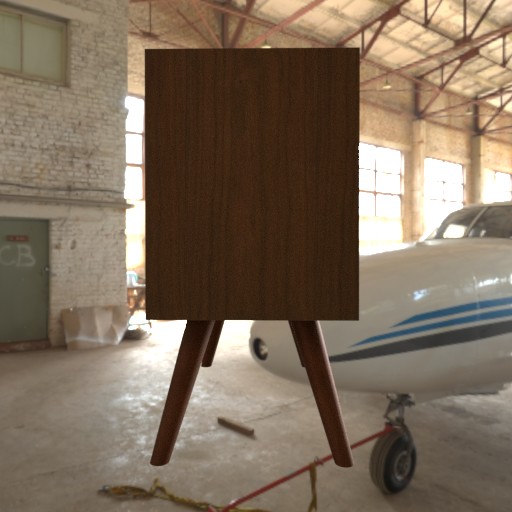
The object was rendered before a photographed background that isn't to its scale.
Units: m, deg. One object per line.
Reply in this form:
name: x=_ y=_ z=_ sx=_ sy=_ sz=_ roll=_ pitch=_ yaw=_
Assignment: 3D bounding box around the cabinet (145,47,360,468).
cabinet: x=0.000 y=0.000 z=1.147 sx=0.388 sy=0.748 sz=0.712 roll=0 pitch=1 yaw=1
